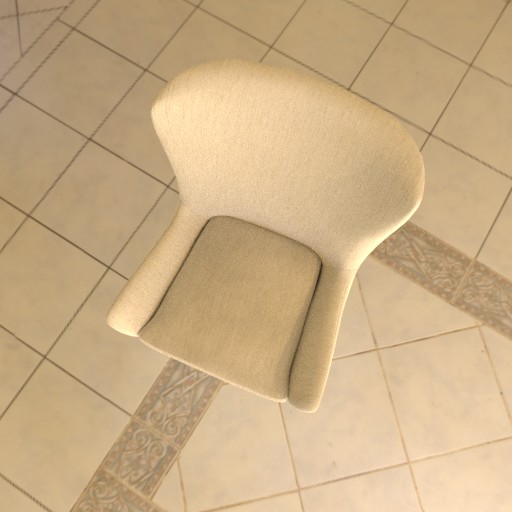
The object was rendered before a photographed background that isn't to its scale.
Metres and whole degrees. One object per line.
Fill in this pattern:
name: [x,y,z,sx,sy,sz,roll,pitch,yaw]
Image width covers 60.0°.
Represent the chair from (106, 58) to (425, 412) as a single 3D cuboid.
chair: [0.000,0.000,1.617,0.779,1.000,0.904,22,77,5]
